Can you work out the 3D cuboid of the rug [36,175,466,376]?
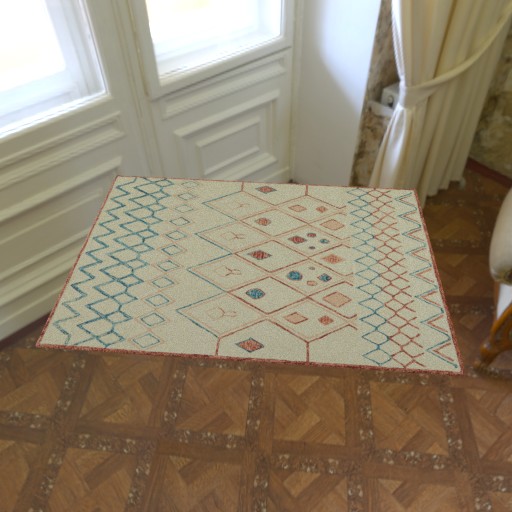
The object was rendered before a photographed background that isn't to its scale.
[{"bbox_3d":[0.000,0.000,2.288,1.829,0.016,1.219,3,47,3],"label":"rug"}]
